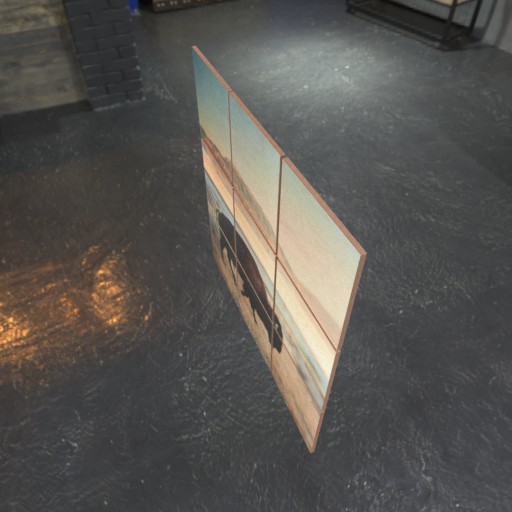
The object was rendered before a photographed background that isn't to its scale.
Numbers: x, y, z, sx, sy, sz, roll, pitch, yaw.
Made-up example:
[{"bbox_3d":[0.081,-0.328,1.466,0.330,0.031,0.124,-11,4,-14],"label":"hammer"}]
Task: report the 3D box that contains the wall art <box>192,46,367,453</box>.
[{"bbox_3d":[0.000,0.000,1.339,0.018,0.904,0.906,-17,49,-16],"label":"wall art"}]
